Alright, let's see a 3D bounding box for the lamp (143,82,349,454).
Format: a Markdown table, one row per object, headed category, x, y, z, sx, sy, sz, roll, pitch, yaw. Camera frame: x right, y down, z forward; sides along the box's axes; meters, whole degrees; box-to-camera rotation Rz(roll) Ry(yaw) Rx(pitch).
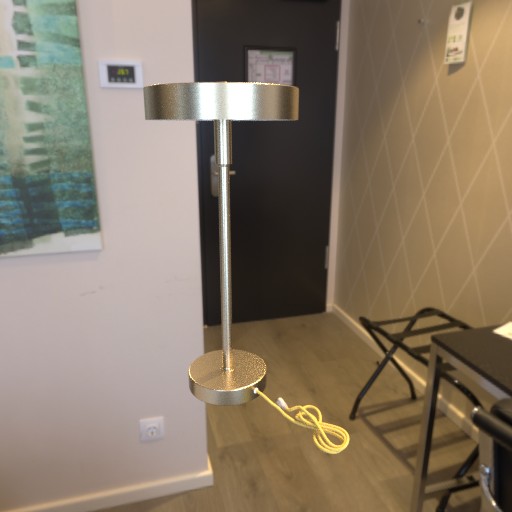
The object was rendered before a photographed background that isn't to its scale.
| category | x | y | z | sx | sy | sz | roll | pitch | yaw |
| --- | --- | --- | --- | --- | --- | --- | --- | --- | --- |
| lamp | 0.000 | 0.000 | 0.684 | 0.369 | 0.508 | 0.229 | 15 | 23 | 42 |
